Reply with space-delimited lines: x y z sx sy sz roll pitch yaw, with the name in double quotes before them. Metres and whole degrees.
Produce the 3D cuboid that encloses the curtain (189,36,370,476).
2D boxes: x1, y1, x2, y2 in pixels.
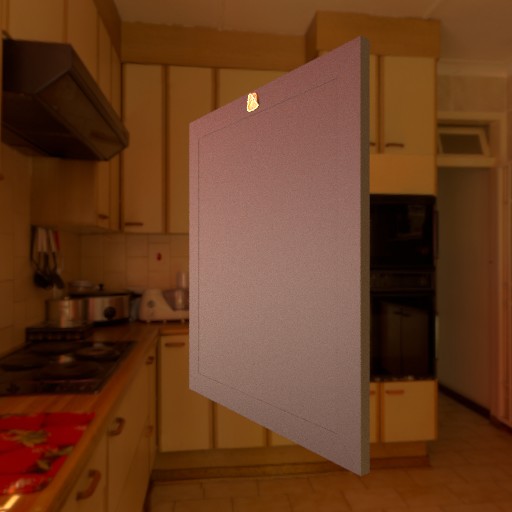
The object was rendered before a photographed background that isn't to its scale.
"curtain" 0.000 0.000 0.786 0.027 0.585 0.483 0 0 -36
